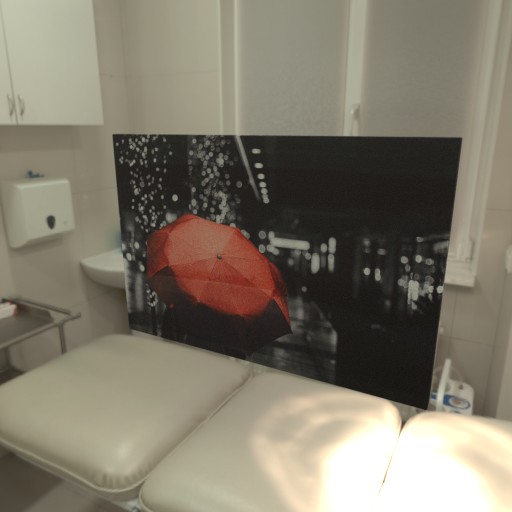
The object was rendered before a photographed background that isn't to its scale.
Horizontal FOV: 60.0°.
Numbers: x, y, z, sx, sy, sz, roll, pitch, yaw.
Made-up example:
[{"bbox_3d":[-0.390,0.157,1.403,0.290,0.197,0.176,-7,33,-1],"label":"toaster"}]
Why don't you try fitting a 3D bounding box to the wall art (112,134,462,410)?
[{"bbox_3d":[0.000,0.000,1.160,0.914,0.609,0.038,9,18,27],"label":"wall art"}]
